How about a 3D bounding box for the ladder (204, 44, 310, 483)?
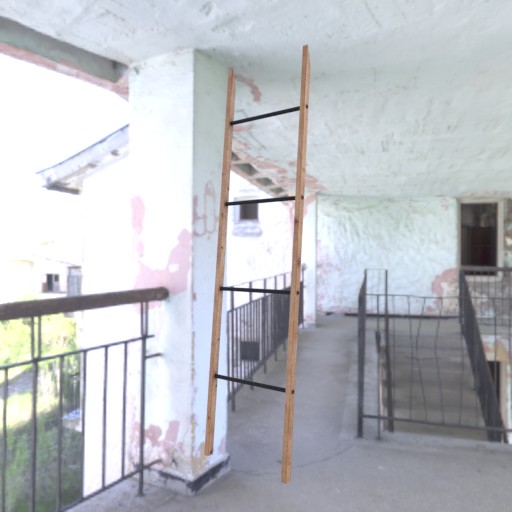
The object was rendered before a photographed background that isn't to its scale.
[{"bbox_3d":[0.000,0.000,1.959,0.442,1.805,0.200,0,0,36],"label":"ladder"}]
